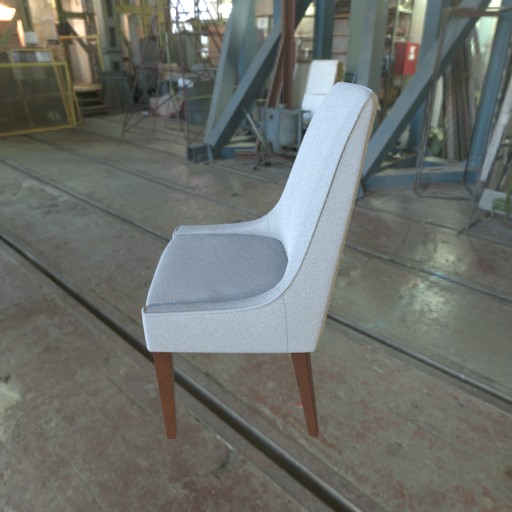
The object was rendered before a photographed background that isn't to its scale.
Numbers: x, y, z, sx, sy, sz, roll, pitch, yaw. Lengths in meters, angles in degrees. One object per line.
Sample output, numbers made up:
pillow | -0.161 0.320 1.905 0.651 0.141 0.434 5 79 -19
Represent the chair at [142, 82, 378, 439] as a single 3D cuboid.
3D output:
chair | 0.000 0.000 1.204 0.544 0.861 0.529 0 25 -1
